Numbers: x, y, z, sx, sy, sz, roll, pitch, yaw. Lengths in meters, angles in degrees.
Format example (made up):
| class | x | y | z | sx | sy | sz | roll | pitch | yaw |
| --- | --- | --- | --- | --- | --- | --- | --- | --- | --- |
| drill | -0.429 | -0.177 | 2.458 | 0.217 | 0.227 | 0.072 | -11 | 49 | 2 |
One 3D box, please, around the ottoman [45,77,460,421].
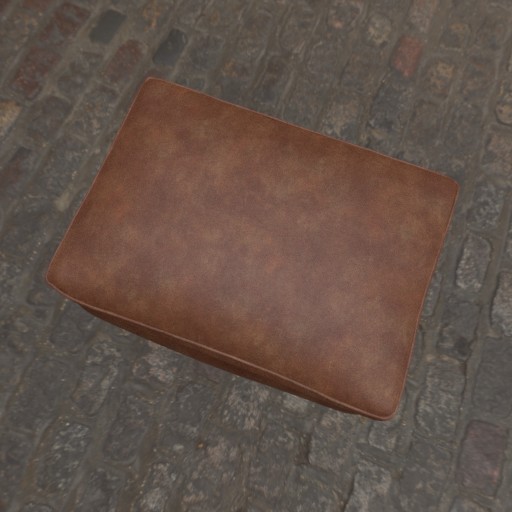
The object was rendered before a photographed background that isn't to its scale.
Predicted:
| class | x | y | z | sx | sy | sz | roll | pitch | yaw |
| --- | --- | --- | --- | --- | --- | --- | --- | --- | --- |
| ottoman | 0.000 | 0.000 | 0.968 | 0.665 | 0.418 | 0.501 | 20 | 76 | 5 |
